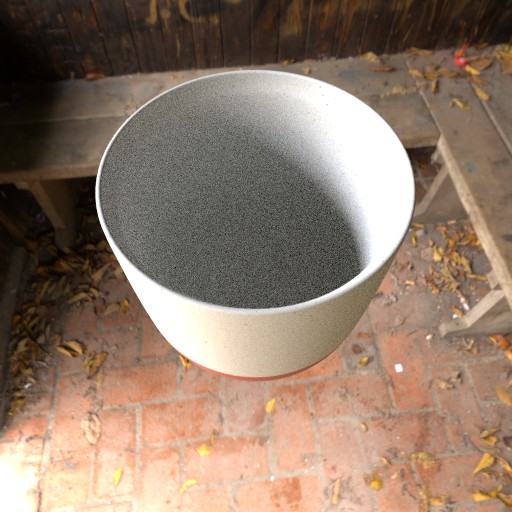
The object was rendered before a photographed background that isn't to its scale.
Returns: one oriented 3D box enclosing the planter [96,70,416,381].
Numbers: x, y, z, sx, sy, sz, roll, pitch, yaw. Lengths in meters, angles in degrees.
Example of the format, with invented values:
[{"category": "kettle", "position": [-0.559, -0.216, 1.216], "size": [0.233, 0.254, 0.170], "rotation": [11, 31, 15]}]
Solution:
[{"category": "planter", "position": [0.000, 0.000, 0.376], "size": [0.204, 0.214, 0.204], "rotation": [0, 58, 0]}]
